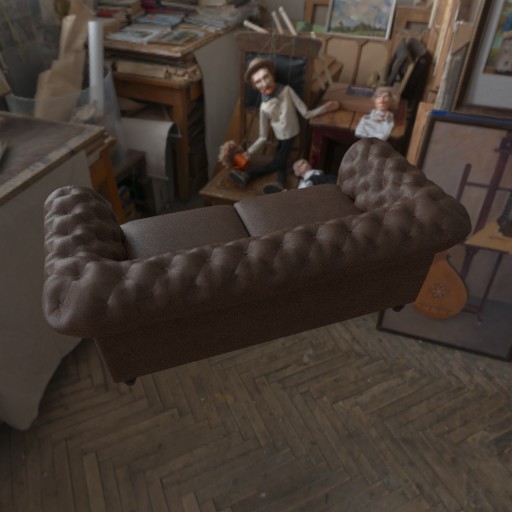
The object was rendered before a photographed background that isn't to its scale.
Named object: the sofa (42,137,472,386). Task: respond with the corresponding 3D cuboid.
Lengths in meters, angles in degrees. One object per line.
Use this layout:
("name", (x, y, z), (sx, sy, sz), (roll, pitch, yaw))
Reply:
("sofa", (0.000, 0.000, 2.431), (2.048, 0.784, 0.955), (-12, 42, -14))
